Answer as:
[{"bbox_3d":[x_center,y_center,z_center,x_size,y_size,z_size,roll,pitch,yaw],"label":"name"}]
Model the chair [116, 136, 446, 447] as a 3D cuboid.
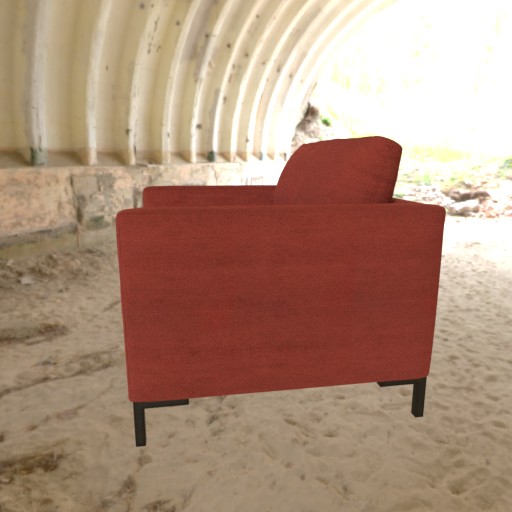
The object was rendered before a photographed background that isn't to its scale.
[{"bbox_3d":[0.000,0.000,1.586,0.875,0.812,0.964,-2,13,-10],"label":"chair"}]
